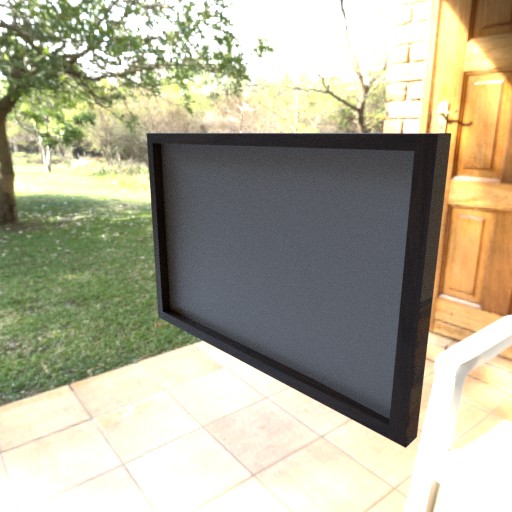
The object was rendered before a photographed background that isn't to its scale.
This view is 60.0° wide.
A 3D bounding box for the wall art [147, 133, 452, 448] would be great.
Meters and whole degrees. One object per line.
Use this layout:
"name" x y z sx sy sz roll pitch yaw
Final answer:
"wall art" 0.000 0.000 1.141 0.050 0.610 0.914 -15 21 -42
